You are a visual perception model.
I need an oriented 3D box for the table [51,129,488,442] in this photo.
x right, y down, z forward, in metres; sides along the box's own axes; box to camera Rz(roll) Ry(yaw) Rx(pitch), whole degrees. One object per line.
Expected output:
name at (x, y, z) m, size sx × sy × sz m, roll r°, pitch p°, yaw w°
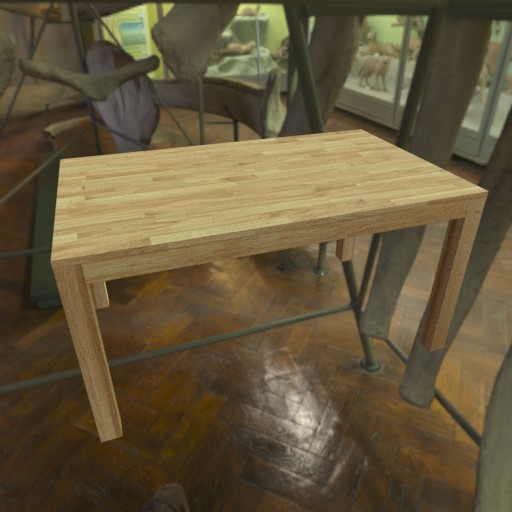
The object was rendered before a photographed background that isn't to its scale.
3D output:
table at (0.000, 0.000, 1.982) m, size 1.500 × 0.770 × 0.900 m, roll -10°, pitch 32°, yaw -16°
